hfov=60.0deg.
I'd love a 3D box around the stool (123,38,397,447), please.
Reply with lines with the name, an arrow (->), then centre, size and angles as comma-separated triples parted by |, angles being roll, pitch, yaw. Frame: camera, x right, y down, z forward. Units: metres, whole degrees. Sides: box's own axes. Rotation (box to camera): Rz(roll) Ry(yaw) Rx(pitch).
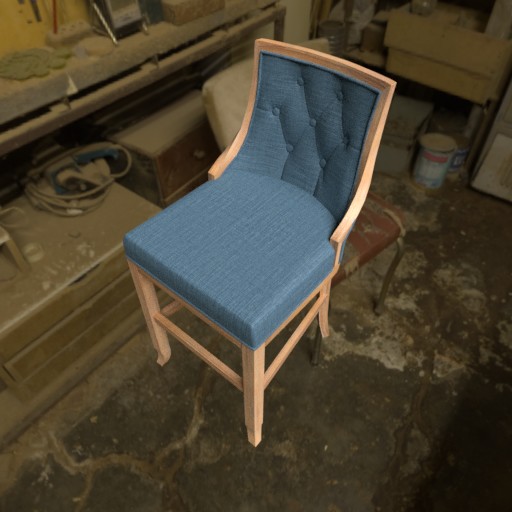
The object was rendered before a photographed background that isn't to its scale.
stool -> 0.000, 0.000, 1.442 | 0.524, 1.101, 0.626 | 32, 54, 26
